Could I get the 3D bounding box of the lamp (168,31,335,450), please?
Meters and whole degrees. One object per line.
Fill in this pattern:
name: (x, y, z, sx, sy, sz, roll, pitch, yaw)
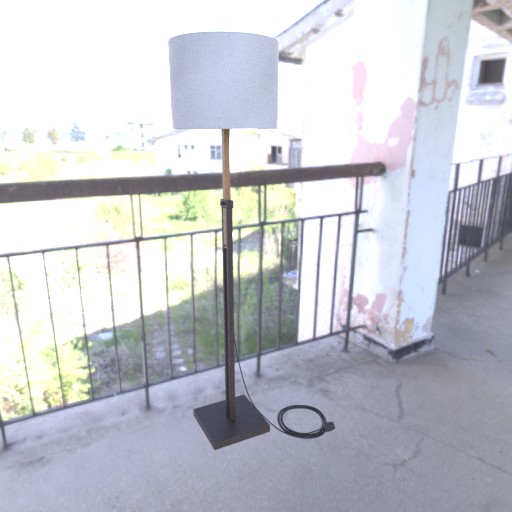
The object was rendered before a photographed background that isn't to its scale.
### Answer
lamp: (0.000, 0.000, 1.885, 0.639, 1.650, 0.474, -8, 18, -26)
